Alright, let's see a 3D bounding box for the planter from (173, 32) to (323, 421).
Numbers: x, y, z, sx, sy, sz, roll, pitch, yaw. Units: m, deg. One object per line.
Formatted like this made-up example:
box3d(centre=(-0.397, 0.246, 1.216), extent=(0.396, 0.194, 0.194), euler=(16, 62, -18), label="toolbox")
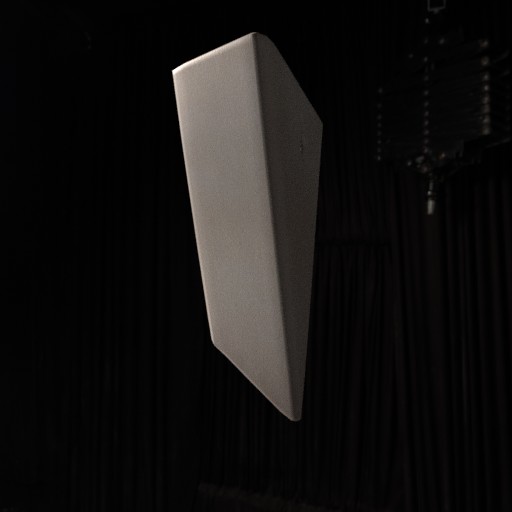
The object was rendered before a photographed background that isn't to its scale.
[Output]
box3d(centre=(0.000, 0.000, 0.274), extent=(0.060, 0.197, 0.150), euler=(0, 0, 19), label="planter")
